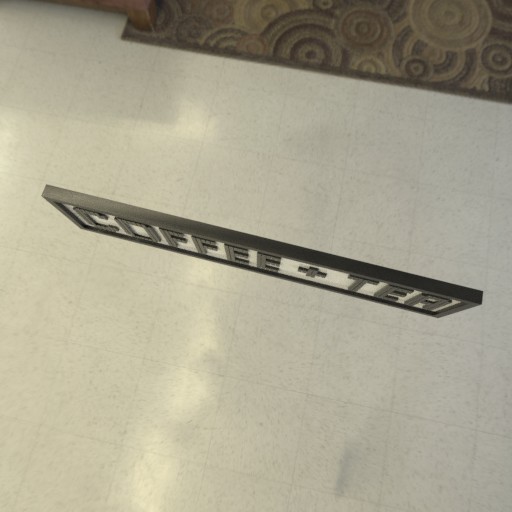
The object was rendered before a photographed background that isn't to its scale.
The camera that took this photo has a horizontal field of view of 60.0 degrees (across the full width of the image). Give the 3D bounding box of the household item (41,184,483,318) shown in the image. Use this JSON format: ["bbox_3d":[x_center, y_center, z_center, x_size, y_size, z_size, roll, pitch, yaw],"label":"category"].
[{"bbox_3d":[0.000,0.000,1.093,1.001,0.236,0.030,14,75,4],"label":"household item"}]
